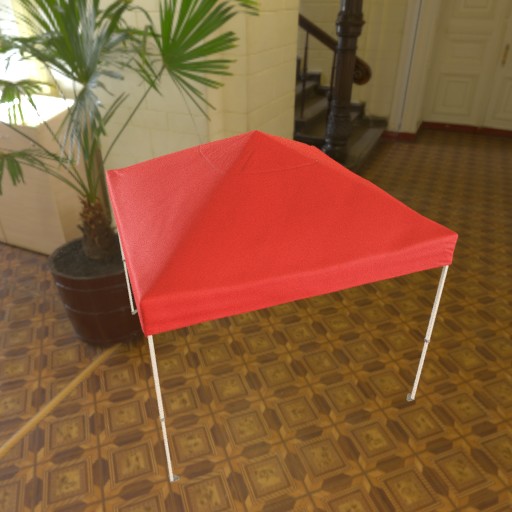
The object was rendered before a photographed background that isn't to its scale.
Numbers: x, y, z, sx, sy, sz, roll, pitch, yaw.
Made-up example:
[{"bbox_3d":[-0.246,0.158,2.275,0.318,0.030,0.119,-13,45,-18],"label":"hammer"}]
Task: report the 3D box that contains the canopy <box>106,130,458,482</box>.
[{"bbox_3d":[0.000,0.000,5.302,2.996,2.997,2.998,-11,33,-18],"label":"canopy"}]
